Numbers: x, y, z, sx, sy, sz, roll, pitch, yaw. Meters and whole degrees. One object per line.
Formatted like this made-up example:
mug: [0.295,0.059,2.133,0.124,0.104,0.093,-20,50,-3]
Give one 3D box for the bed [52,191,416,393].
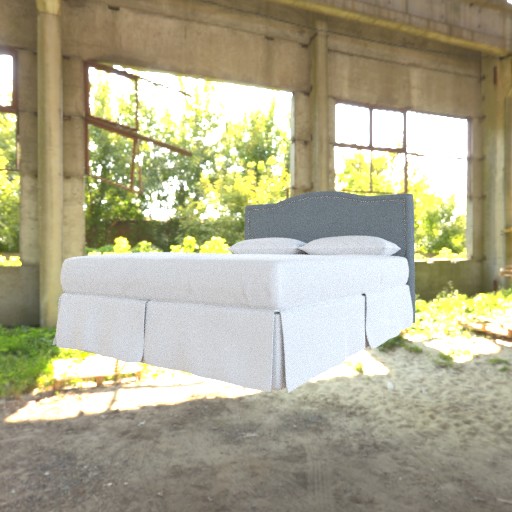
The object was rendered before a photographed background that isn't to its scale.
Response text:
bed: [0.000,0.000,3.978,2.161,1.457,2.689,0,0,34]
